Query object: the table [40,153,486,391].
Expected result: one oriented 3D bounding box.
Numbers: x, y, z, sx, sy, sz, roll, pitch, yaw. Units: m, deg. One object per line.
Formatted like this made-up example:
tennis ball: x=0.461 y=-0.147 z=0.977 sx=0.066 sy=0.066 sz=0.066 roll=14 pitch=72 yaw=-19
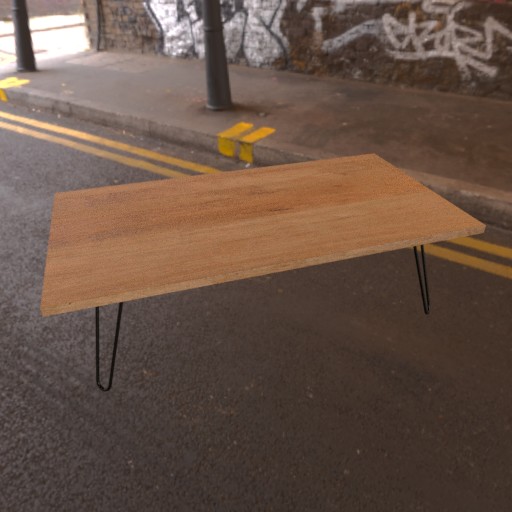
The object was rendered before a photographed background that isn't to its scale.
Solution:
table: x=0.000 y=0.000 z=1.654 sx=1.348 sy=0.400 sz=0.699 roll=-10 pitch=35 yaw=-15
